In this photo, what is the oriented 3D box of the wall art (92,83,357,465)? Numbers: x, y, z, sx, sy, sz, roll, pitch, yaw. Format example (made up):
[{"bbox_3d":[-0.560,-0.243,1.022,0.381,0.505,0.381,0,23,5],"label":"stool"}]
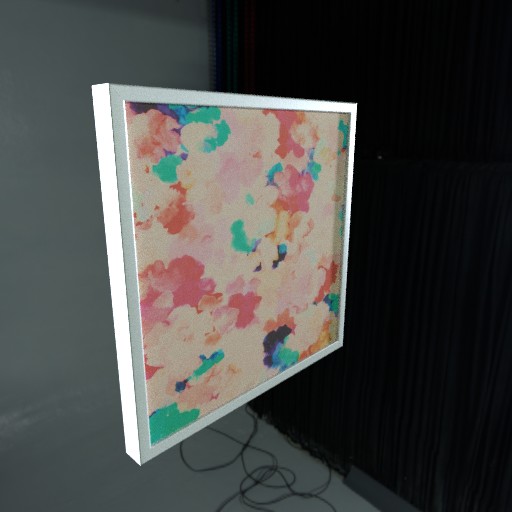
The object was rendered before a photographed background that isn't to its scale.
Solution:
[{"bbox_3d":[0.000,0.000,0.744,0.038,0.505,0.506,15,21,42],"label":"wall art"}]
